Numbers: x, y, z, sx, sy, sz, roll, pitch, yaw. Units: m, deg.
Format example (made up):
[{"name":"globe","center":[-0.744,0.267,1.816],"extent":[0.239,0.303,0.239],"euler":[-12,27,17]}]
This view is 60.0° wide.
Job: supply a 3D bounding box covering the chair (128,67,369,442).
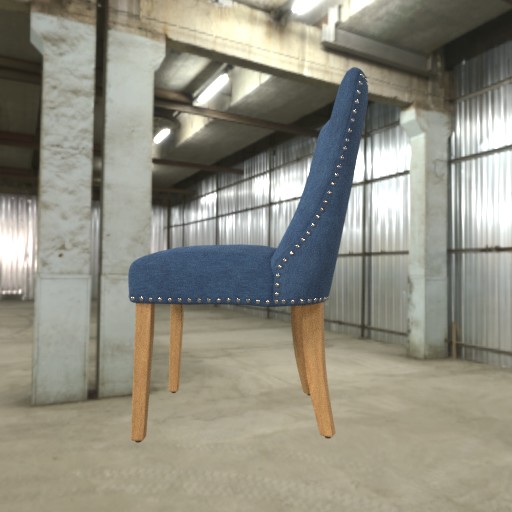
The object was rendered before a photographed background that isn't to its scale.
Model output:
[{"name":"chair","center":[0.000,0.000,1.279],"extent":[0.610,0.902,0.495],"euler":[0,-2,1]}]
